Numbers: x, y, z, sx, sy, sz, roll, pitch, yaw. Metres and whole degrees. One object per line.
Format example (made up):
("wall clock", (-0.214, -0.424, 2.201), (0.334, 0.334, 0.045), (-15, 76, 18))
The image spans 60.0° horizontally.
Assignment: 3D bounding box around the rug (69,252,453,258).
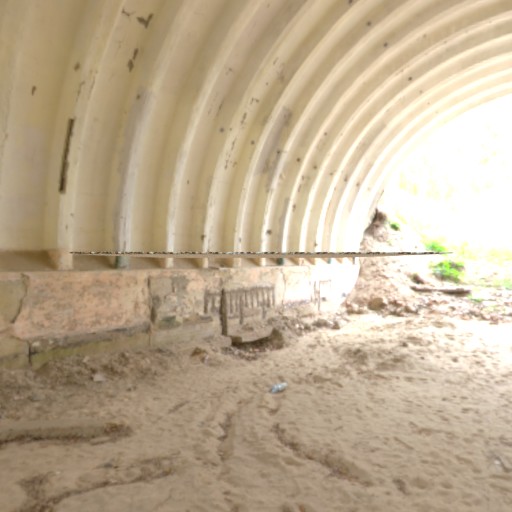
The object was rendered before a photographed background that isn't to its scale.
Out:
("rug", (0.000, 0.000, 2.310), (1.247, 0.008, 1.802), (0, -1, -1))
